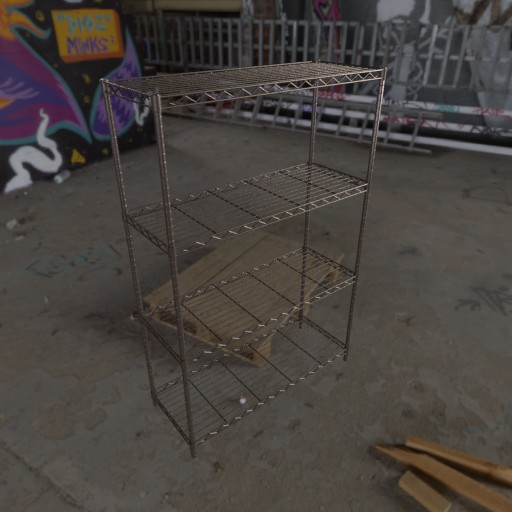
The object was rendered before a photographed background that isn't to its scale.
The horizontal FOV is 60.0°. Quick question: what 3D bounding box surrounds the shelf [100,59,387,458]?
[{"bbox_3d":[0.000,0.000,1.766,0.907,1.361,0.352,-21,36,-33],"label":"shelf"}]
